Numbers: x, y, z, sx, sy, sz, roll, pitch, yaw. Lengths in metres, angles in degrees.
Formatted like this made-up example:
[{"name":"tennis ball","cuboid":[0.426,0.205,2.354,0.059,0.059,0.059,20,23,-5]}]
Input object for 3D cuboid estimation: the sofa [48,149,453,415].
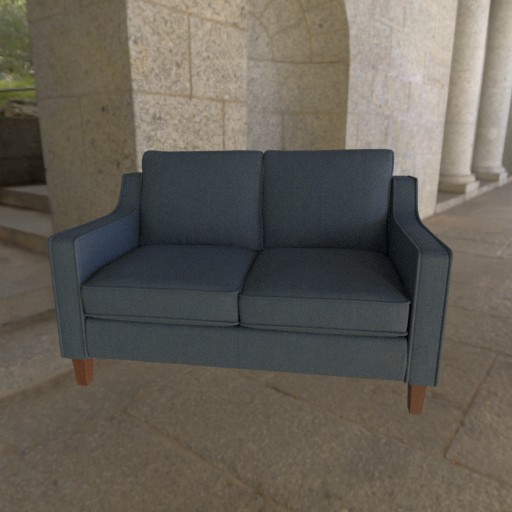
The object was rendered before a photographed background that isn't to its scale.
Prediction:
[{"name":"sofa","cuboid":[0.000,0.000,2.092,1.501,0.971,0.987,2,15,8]}]
